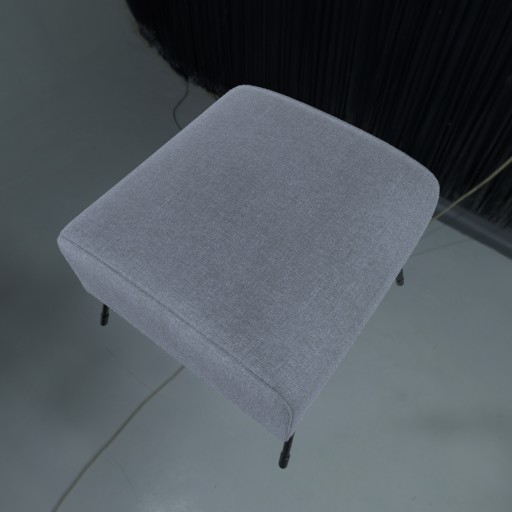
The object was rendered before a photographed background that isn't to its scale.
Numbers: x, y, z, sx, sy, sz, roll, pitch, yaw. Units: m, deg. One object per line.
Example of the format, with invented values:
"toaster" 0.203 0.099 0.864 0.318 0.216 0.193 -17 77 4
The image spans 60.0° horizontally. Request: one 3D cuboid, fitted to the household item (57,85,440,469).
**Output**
"household item" 0.000 0.000 0.900 0.530 0.410 0.530 32 63 19
